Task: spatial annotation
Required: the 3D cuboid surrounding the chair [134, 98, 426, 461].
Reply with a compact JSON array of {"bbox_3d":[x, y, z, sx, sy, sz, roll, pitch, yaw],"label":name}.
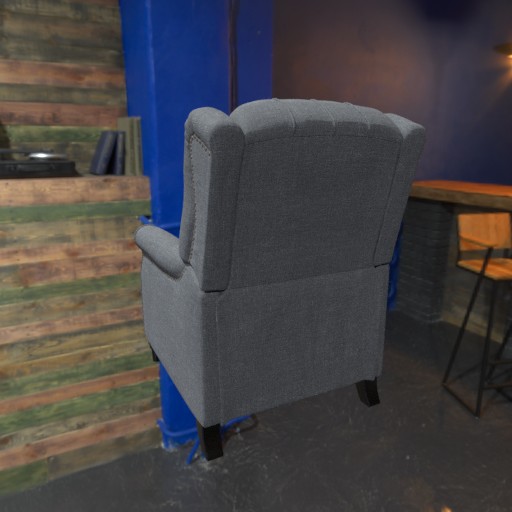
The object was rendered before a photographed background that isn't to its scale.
[{"bbox_3d":[0.000,0.000,1.622,0.742,1.035,0.898,-7,16,-26],"label":"chair"}]
